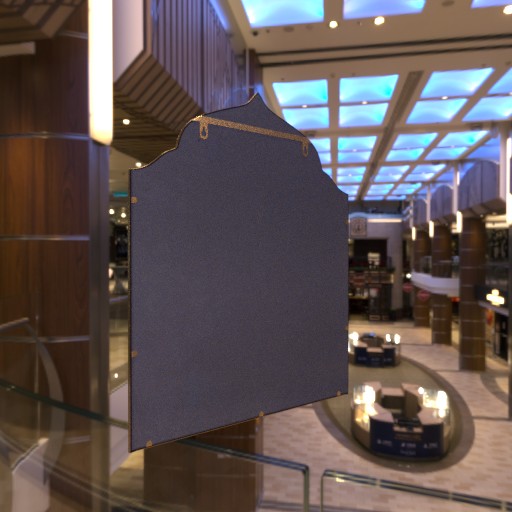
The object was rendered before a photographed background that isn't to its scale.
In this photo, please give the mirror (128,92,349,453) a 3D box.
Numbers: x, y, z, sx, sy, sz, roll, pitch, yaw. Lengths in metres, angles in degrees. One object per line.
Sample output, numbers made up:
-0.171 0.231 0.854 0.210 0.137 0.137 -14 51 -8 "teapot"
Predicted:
0.000 0.000 0.867 0.513 0.635 0.018 0 0 -36 "mirror"
